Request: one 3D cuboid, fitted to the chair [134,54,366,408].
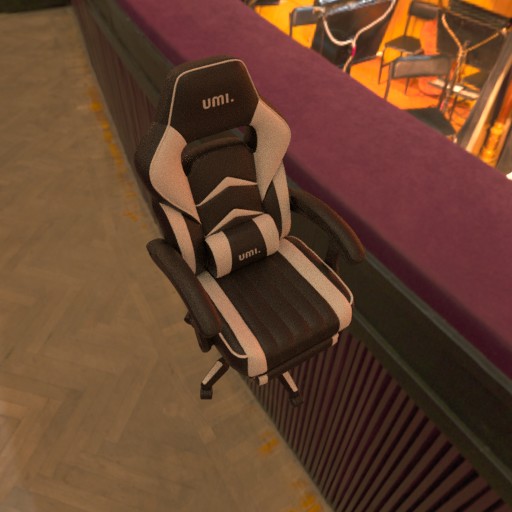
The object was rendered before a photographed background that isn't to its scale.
[{"bbox_3d":[0.000,0.000,1.608,0.676,1.200,0.700,-24,51,-21],"label":"chair"}]
